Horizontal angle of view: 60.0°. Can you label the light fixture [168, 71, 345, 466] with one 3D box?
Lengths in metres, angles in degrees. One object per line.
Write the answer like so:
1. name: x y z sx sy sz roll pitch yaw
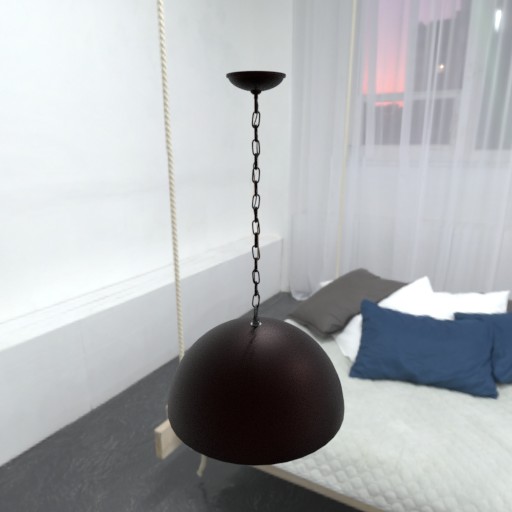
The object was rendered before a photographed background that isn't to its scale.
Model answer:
1. light fixture: 0.000 0.000 1.141 0.492 0.869 0.492 3 16 10
